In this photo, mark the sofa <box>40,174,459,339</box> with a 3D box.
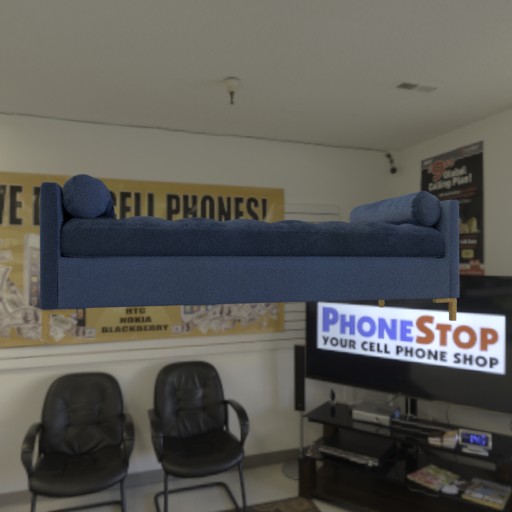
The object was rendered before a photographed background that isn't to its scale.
[{"bbox_3d":[0.000,0.000,2.476,2.102,0.705,0.796,0,-1,-16],"label":"sofa"}]
